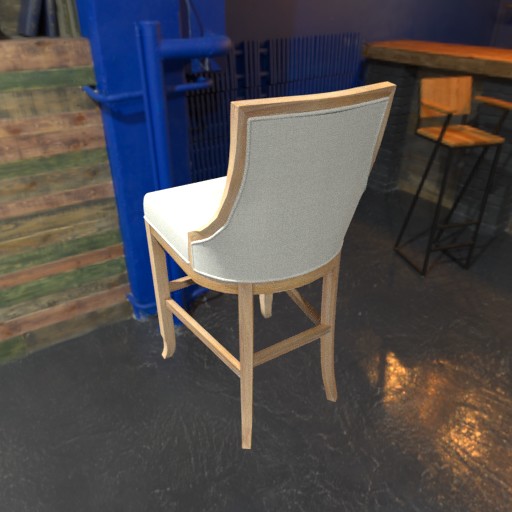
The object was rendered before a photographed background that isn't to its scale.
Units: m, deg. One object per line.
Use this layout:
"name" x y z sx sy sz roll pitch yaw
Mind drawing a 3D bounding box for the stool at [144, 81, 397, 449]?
"stool" 0.000 0.000 1.438 0.524 1.101 0.626 -18 35 -27
